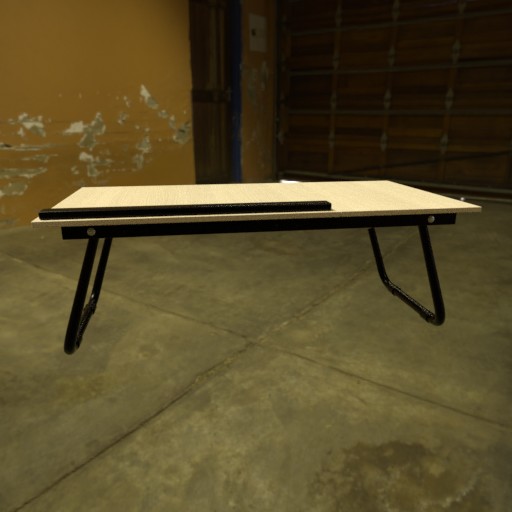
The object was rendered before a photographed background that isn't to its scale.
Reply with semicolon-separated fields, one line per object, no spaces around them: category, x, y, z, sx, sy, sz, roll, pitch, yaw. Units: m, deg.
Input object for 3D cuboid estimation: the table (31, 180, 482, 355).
table;0.000;0.000;0.804;0.644;0.242;0.322;-3;17;-9
